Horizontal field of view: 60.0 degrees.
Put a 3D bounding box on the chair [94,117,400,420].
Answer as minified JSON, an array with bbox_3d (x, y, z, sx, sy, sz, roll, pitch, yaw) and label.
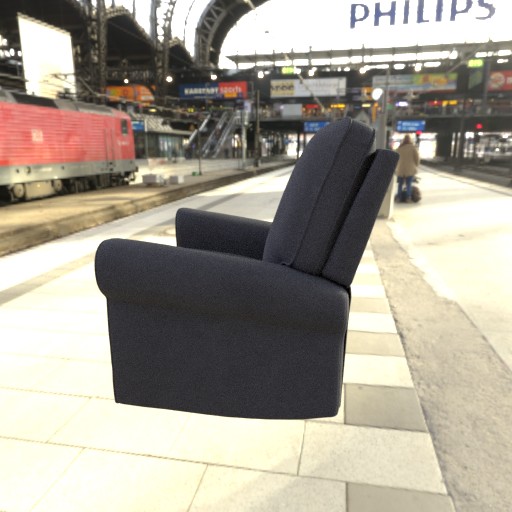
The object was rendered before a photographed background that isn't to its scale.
[{"bbox_3d":[0.000,0.000,1.658,0.878,0.961,0.890,2,14,8],"label":"chair"}]
